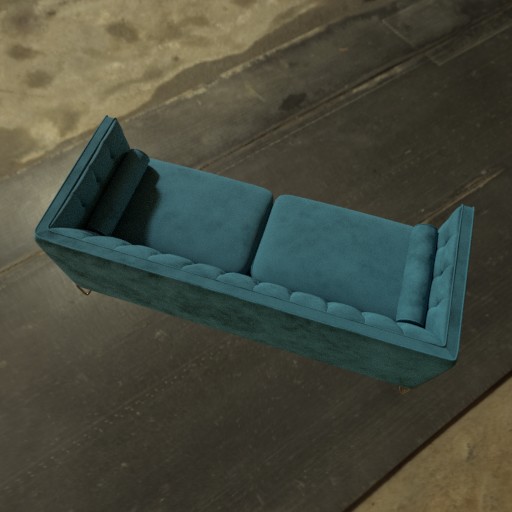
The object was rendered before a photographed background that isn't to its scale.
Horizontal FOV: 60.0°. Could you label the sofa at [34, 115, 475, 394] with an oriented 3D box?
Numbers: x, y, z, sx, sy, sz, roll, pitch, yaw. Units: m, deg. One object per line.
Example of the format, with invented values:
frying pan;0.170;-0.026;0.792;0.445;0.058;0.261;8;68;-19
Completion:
sofa;0.000;0.000;2.533;2.087;0.789;0.867;16;65;8
